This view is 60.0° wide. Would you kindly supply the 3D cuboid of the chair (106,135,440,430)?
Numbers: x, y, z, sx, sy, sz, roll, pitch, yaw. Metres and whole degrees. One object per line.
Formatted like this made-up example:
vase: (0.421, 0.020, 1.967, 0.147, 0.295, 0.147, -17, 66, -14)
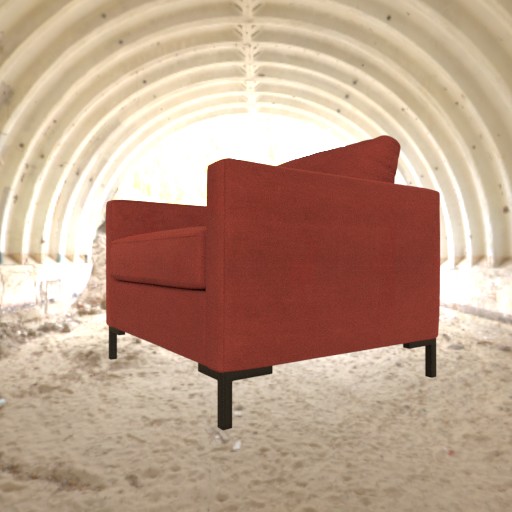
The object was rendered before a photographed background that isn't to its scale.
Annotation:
chair: (0.000, 0.000, 1.618, 0.875, 0.812, 0.964, 0, -1, -34)
